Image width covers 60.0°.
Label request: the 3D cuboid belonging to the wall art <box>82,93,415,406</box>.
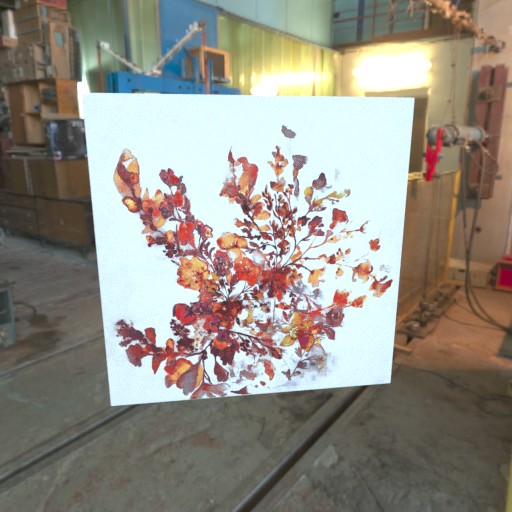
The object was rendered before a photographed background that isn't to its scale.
[{"bbox_3d":[0.000,0.000,1.110,0.757,0.757,0.037,-2,15,-8],"label":"wall art"}]
